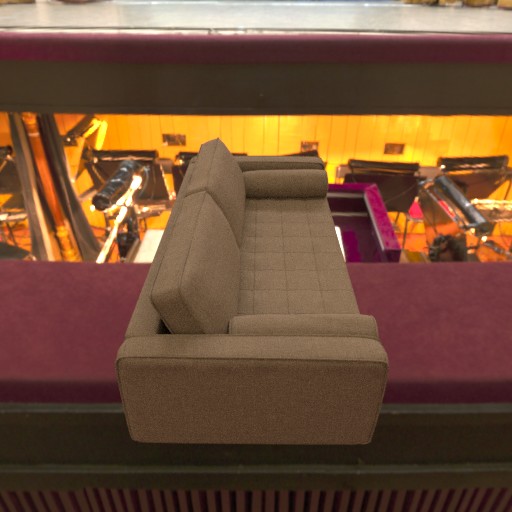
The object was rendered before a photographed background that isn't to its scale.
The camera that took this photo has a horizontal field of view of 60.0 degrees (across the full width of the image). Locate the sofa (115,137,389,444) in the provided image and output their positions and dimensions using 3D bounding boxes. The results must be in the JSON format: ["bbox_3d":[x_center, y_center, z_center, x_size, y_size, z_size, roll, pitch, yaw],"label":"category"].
[{"bbox_3d":[0.000,0.000,2.290,0.914,0.762,1.879,0,33,0],"label":"sofa"}]
